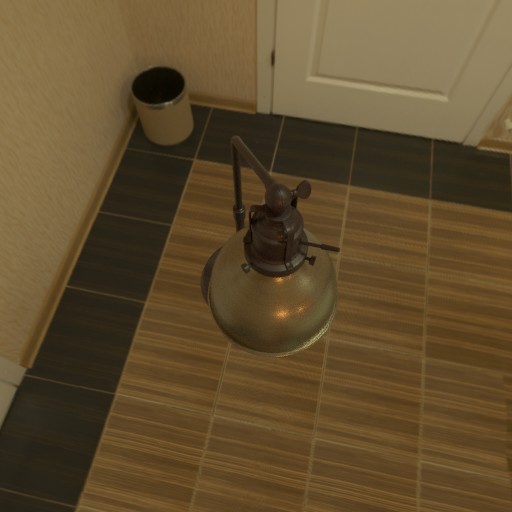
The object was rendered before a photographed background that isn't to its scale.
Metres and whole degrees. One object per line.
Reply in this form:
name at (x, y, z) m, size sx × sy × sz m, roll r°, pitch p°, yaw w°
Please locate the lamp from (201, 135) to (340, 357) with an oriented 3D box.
lamp at (0.000, 0.000, 0.615) m, size 0.175 × 0.469 × 0.298 m, roll -16°, pitch 65°, yaw -8°
